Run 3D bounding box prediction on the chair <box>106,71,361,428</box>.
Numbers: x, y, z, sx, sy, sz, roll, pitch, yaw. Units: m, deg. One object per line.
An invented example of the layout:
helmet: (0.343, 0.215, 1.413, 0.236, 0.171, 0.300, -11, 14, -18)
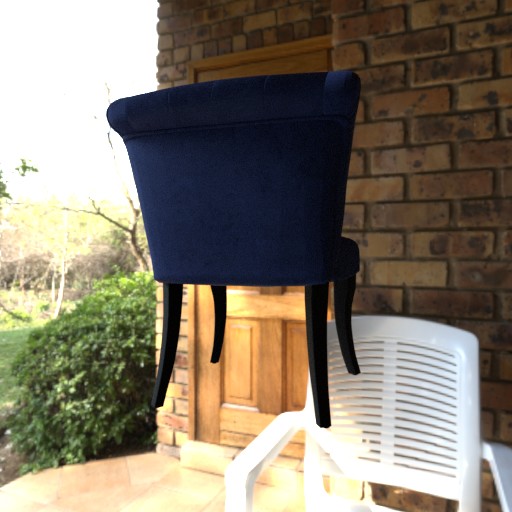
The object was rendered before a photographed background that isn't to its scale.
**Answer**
chair: (0.000, 0.000, 1.196, 0.585, 0.753, 0.606, 0, 0, 18)
